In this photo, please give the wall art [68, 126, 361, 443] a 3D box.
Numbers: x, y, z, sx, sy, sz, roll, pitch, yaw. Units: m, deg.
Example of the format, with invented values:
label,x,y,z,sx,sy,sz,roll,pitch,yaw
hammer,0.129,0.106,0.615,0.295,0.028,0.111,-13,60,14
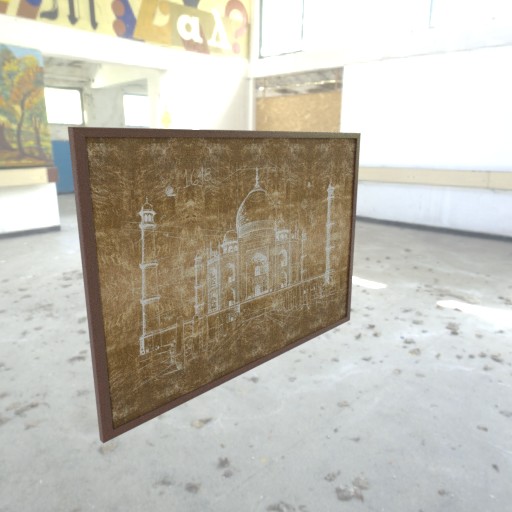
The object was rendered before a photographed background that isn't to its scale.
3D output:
label,x,y,z,sx,sy,sz,roll,pitch,yaw
wall art,0.000,0.000,0.836,0.014,0.455,0.660,14,20,43
